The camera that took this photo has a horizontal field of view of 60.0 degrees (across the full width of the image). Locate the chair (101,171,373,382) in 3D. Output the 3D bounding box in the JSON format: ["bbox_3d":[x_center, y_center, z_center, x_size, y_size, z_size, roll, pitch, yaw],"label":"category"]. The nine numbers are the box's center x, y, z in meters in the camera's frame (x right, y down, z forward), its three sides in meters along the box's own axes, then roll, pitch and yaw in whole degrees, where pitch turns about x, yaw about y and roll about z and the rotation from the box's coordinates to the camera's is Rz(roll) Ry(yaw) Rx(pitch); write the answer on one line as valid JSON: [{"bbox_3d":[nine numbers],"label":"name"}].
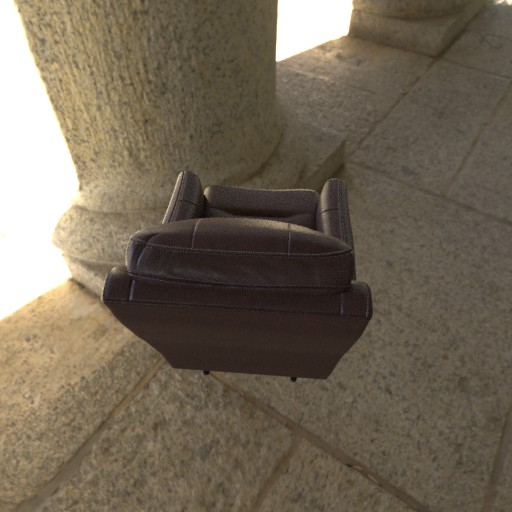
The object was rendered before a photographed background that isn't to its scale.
[{"bbox_3d":[0.000,0.000,1.753,0.829,1.030,1.080,4,48,3],"label":"chair"}]
